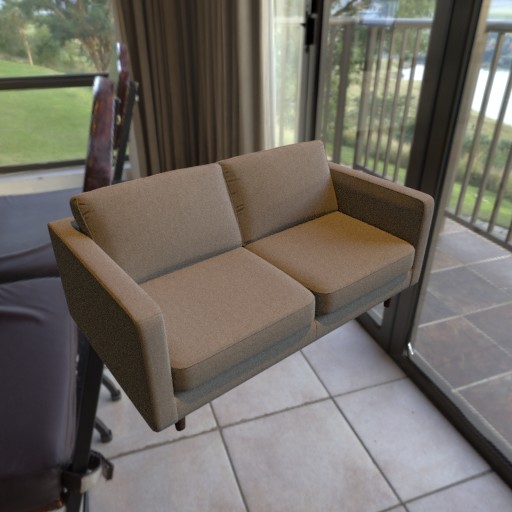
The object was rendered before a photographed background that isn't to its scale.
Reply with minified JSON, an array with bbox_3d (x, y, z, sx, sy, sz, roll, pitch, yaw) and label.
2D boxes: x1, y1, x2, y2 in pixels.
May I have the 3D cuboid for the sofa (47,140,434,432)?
[{"bbox_3d":[0.000,0.000,2.342,1.731,0.900,1.000,-21,36,-33],"label":"sofa"}]
